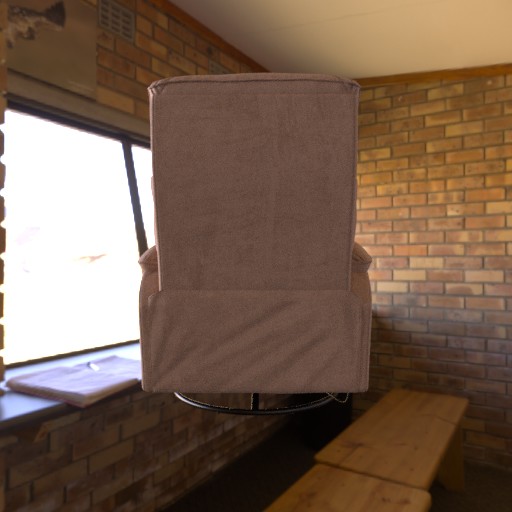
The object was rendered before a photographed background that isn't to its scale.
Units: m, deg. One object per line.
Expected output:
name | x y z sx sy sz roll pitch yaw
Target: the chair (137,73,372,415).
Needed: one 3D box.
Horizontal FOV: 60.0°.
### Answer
chair | 0.000 0.000 1.696 0.820 1.037 1.004 0 0 1
